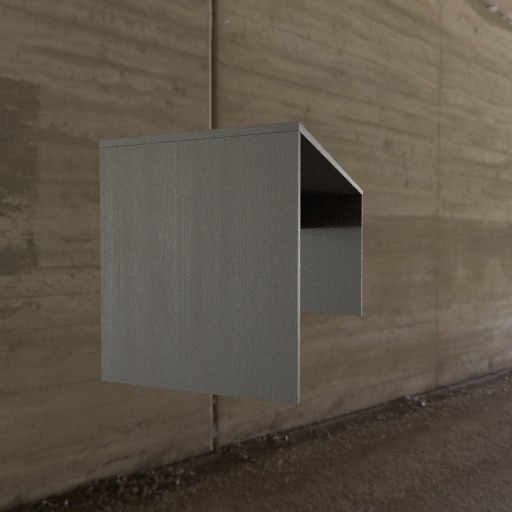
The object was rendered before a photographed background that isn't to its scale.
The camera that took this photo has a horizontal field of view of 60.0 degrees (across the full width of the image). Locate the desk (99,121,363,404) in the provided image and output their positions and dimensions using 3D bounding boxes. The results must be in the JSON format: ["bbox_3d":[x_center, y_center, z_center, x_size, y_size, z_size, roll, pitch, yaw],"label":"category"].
[{"bbox_3d":[0.000,0.000,2.057,0.802,0.750,1.600,0,1,19],"label":"desk"}]
